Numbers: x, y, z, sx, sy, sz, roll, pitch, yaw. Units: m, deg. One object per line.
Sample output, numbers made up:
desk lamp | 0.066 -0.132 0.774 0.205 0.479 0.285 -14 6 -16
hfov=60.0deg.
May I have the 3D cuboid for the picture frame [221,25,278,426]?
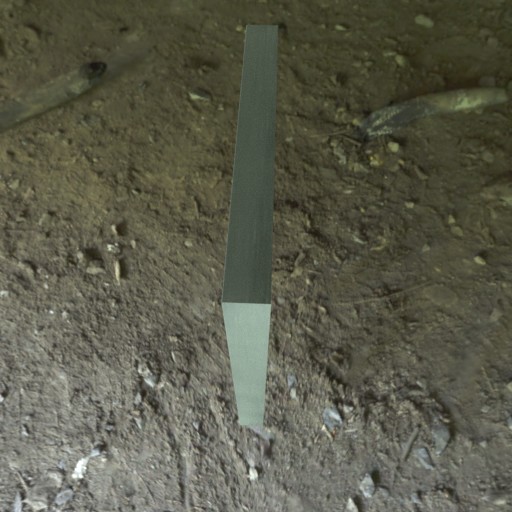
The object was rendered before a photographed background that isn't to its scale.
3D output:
picture frame | 0.000 0.000 0.764 0.046 0.555 0.449 2 58 1
